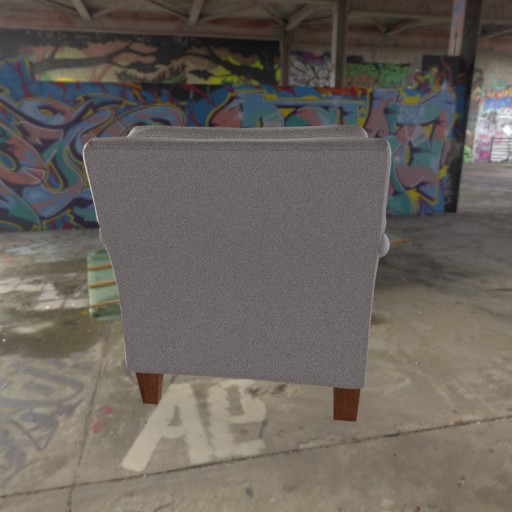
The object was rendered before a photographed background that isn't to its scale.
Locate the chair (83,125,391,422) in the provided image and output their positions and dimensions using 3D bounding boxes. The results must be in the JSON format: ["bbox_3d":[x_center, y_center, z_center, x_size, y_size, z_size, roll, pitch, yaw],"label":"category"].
[{"bbox_3d":[0.000,0.000,1.846,0.955,1.038,1.070,2,16,8],"label":"chair"}]
